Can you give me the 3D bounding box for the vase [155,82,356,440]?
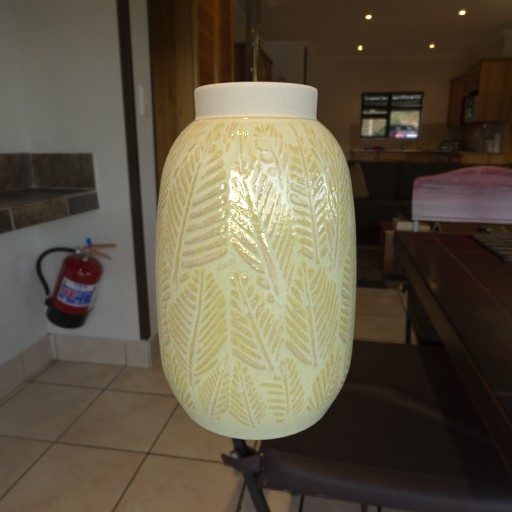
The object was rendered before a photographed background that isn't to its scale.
[{"bbox_3d":[0.000,0.000,0.382,0.172,0.270,0.172,0,14,0],"label":"vase"}]
